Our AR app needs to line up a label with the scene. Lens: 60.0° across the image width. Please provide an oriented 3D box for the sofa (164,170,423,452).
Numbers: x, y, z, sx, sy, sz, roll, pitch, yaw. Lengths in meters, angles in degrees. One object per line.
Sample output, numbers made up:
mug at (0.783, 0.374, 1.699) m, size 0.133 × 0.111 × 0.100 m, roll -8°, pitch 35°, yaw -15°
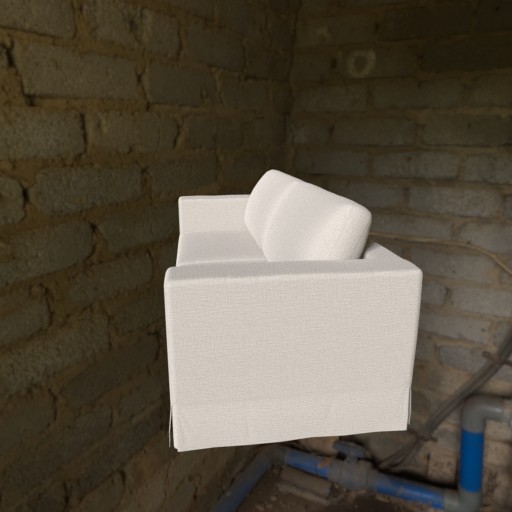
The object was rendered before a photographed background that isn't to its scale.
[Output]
sofa at (0.000, 0.000, 2.613) m, size 0.954 × 0.881 × 2.163 m, roll -2°, pitch 15°, yaw -8°
